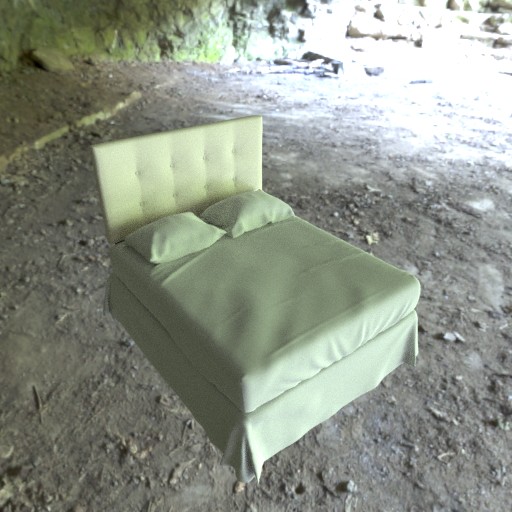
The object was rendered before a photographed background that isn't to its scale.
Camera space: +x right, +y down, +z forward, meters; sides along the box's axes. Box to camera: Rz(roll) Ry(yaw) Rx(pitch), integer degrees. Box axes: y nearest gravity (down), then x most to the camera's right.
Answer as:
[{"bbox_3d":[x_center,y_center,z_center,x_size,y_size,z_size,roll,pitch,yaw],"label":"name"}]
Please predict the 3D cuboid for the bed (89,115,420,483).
[{"bbox_3d":[0.000,0.000,3.478,1.936,1.577,2.222,-22,37,-32],"label":"bed"}]
